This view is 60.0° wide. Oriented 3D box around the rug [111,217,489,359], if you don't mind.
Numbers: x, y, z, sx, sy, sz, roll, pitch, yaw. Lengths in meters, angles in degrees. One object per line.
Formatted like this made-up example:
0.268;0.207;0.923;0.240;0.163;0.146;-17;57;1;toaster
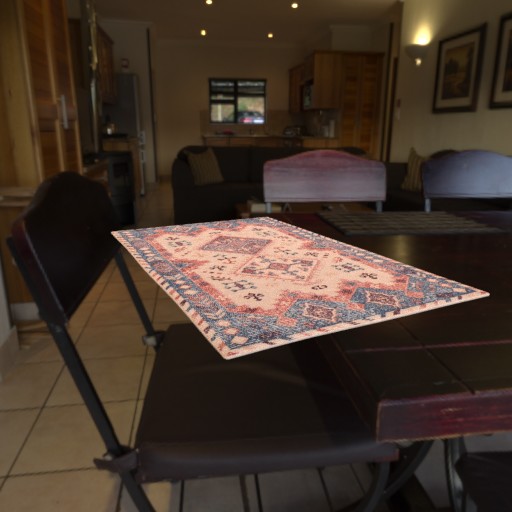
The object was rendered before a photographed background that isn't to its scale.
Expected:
0.000;0.000;3.055;1.521;0.023;2.464;-8;17;-26;rug
